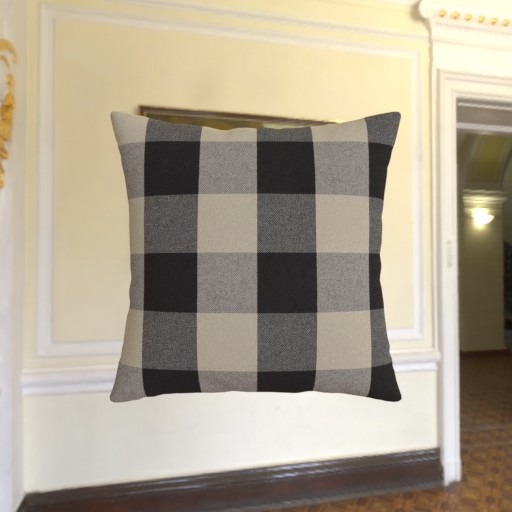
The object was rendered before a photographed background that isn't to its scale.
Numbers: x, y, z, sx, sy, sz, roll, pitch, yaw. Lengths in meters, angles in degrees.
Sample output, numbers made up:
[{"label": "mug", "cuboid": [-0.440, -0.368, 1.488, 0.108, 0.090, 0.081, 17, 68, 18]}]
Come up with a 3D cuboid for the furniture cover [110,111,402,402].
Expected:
[{"label": "furniture cover", "cuboid": [0.000, 0.000, 0.777, 0.511, 0.509, 0.161, 0, -1, 0]}]
